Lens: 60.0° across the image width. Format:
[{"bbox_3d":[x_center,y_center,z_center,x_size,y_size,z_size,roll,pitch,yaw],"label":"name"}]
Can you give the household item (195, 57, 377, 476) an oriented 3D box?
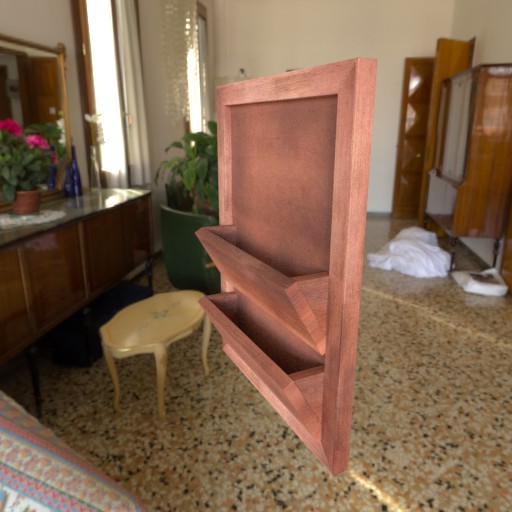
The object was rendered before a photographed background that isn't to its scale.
[{"bbox_3d":[0.000,0.000,0.536,0.067,0.407,0.310,-8,18,-25],"label":"household item"}]
